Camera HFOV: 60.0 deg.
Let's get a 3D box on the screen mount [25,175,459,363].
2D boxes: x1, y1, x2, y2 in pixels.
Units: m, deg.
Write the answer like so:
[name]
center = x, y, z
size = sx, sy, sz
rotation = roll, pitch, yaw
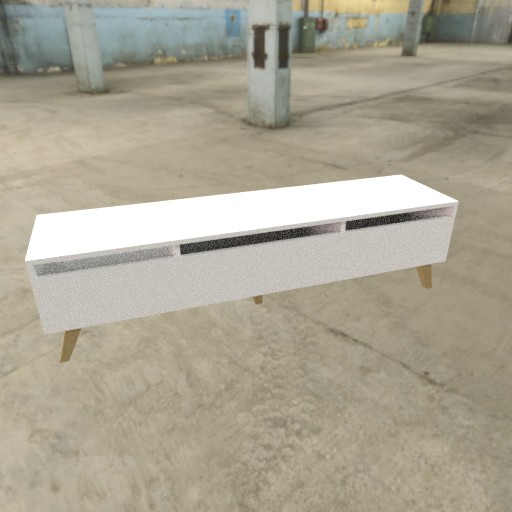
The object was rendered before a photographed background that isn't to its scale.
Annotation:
[screen mount]
center = 0.000, 0.000, 1.871
size = 1.644, 0.432, 0.399
rotation = -9, 28, -17
